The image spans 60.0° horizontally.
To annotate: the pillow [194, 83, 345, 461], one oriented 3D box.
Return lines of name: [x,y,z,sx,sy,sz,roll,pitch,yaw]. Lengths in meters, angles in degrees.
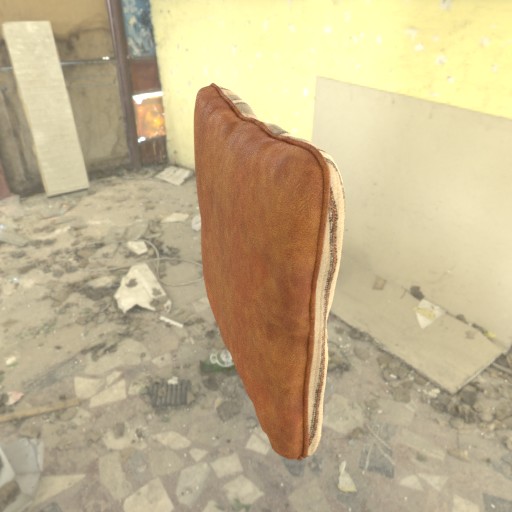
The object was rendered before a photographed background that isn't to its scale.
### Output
pillow: [0.000,0.000,0.747,0.130,0.490,0.489,-10,32,-17]
